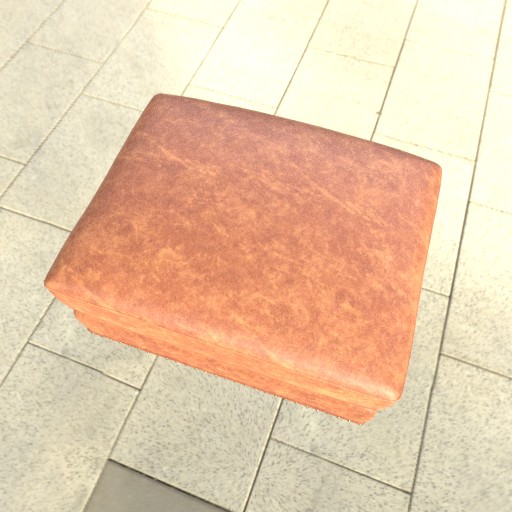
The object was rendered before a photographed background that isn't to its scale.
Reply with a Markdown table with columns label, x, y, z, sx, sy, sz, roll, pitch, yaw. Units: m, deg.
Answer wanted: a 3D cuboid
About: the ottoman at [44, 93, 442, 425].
| label | x | y | z | sx | sy | sz | roll | pitch | yaw |
| --- | --- | --- | --- | --- | --- | --- | --- | --- | --- |
| ottoman | 0.000 | 0.000 | 1.115 | 0.742 | 0.486 | 0.586 | 17 | 65 | 8 |
